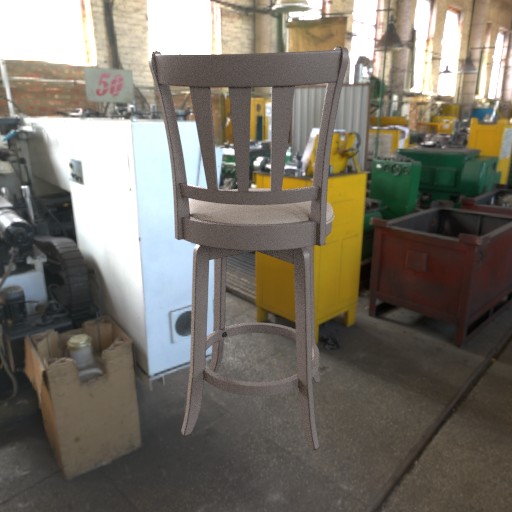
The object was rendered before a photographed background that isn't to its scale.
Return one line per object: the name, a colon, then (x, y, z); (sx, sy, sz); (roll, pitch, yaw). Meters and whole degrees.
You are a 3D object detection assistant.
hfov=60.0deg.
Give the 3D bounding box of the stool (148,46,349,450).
stool: (0.000, 0.000, 1.244); (0.436, 1.023, 0.475); (3, 18, 8)
